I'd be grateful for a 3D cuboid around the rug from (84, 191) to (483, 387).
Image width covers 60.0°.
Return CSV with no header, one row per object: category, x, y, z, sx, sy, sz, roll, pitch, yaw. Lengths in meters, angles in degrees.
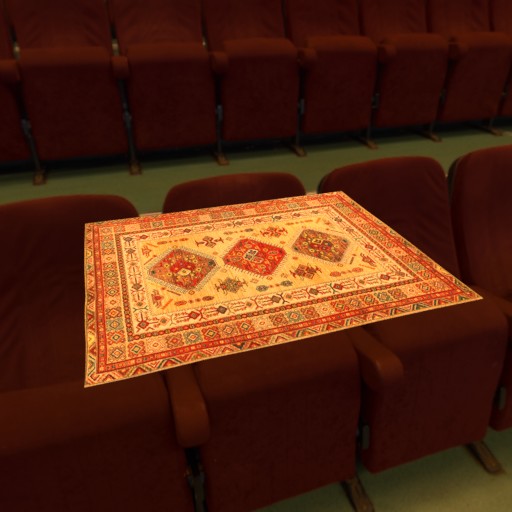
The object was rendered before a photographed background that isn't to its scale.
rug,0.000,0.000,4.171,3.067,0.005,2.460,-9,31,-16
